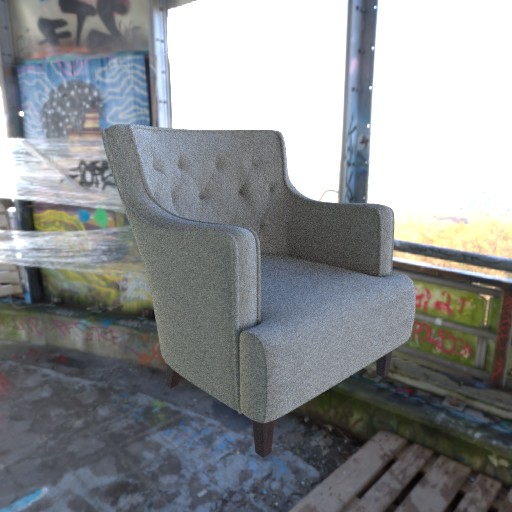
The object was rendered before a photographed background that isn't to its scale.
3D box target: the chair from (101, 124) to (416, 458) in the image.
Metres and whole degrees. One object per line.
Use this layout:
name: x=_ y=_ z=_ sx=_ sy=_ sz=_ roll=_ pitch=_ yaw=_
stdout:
chair: x=0.000 y=0.000 z=1.632 sx=0.820 sy=0.920 sz=0.910 roll=-13 pitch=19 yaw=-42
